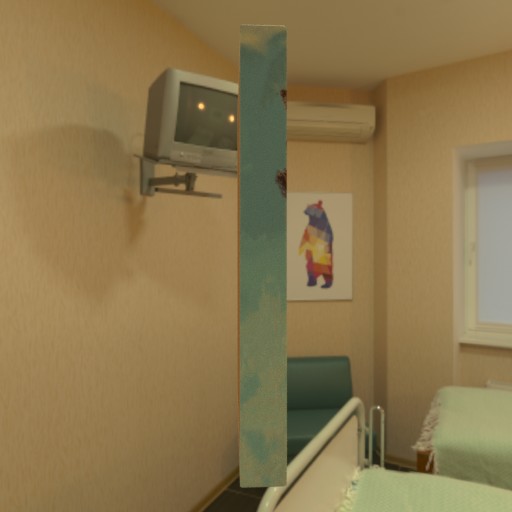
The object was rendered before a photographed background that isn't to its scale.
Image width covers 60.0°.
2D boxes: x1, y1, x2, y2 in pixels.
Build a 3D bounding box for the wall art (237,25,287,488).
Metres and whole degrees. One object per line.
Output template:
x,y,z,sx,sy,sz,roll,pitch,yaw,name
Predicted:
0.000,0.000,0.488,0.039,0.380,0.251,0,0,-3,wall art
